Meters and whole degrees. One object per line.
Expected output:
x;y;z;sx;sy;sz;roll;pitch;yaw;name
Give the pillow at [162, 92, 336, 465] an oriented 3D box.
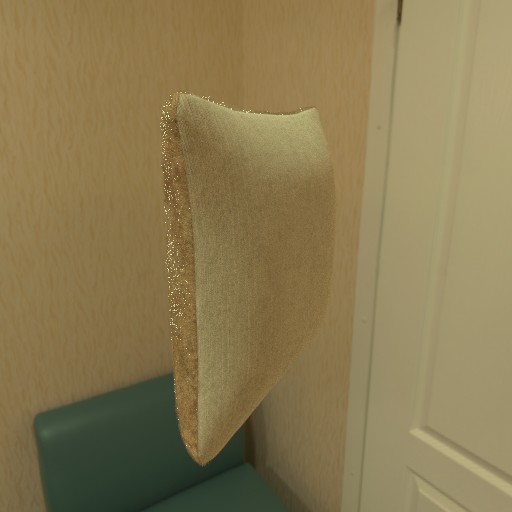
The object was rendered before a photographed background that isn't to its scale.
0.000;0.000;0.787;0.216;0.525;0.538;8;18;24;pillow
